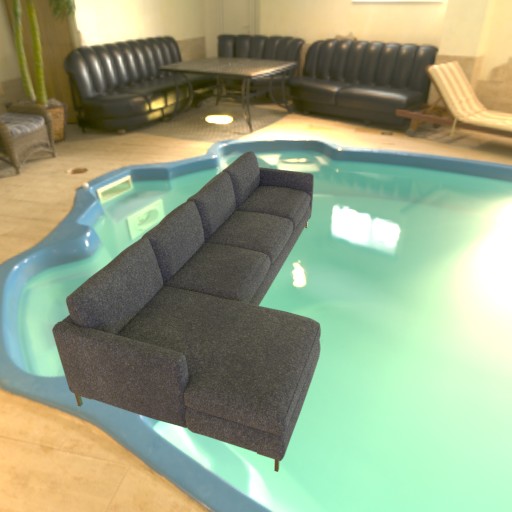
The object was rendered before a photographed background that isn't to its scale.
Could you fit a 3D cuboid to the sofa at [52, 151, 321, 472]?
[{"bbox_3d":[0.000,0.000,3.468,1.350,0.810,2.932,10,32,17],"label":"sofa"}]
